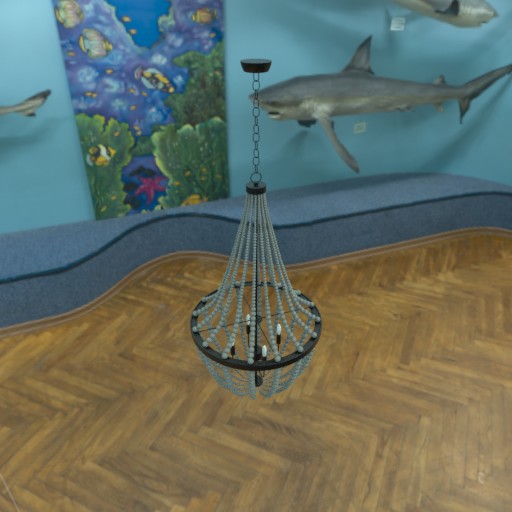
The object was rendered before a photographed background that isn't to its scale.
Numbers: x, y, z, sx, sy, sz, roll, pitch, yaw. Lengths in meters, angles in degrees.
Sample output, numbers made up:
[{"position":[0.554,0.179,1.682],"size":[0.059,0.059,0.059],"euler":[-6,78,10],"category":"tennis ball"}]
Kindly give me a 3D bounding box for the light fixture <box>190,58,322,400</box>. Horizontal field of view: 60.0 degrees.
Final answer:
[{"position":[0.000,0.000,1.394],"size":[0.450,1.133,0.450],"euler":[0,31,0],"category":"light fixture"}]
